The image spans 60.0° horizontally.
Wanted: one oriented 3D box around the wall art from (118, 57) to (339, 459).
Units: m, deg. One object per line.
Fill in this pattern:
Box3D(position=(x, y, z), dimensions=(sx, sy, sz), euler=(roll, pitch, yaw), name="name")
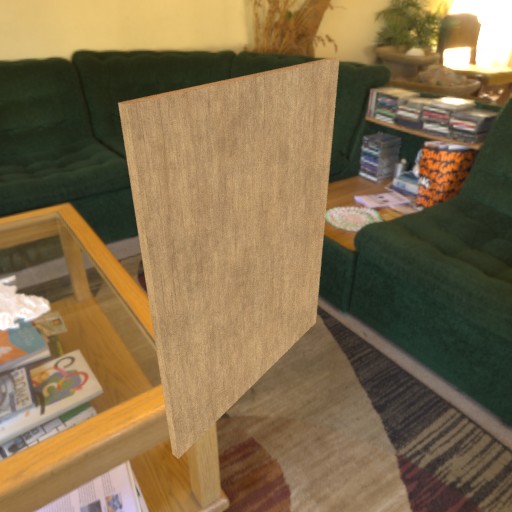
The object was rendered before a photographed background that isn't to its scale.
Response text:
Box3D(position=(0.000, 0.000, 0.896), dimensions=(0.018, 0.686, 0.534), euler=(21, 37, 31), name="wall art")
